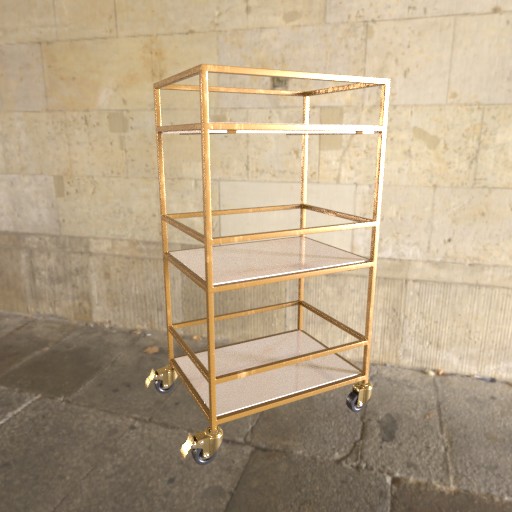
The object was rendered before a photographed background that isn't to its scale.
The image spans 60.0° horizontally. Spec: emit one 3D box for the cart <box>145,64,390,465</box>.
[{"bbox_3d":[0.000,0.000,1.027,0.483,0.761,0.332,-7,17,-26],"label":"cart"}]
